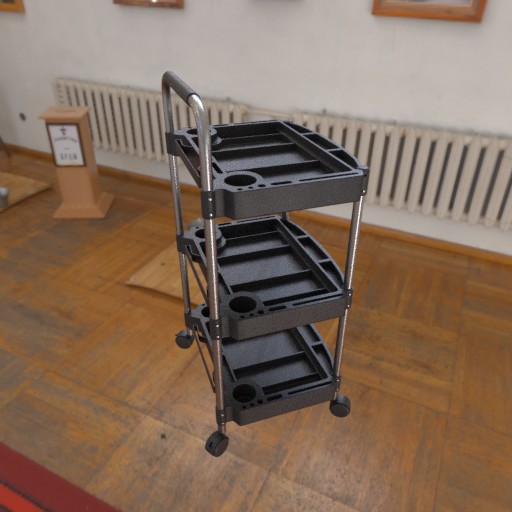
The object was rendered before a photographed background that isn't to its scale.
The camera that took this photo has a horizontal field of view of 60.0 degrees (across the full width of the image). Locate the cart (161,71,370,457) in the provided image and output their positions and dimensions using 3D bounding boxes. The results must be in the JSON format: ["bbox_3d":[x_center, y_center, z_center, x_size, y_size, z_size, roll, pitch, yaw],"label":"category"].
[{"bbox_3d":[0.000,0.000,1.411,0.518,1.075,0.584,-10,33,-16],"label":"cart"}]
